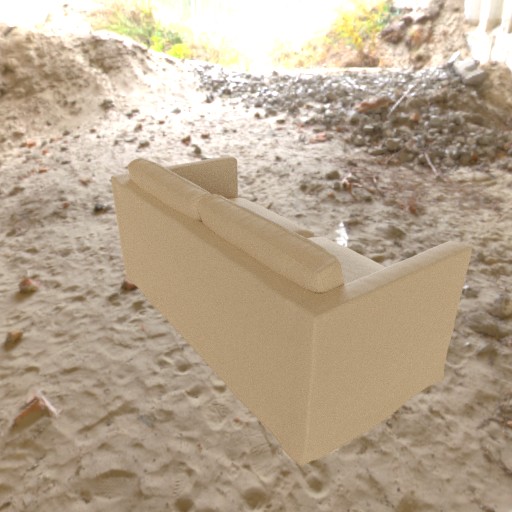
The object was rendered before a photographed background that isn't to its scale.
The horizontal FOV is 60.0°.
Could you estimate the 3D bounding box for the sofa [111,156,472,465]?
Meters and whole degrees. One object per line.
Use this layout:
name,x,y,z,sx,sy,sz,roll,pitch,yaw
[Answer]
sofa,0.000,0.000,2.507,0.940,0.870,1.987,-18,32,-31
